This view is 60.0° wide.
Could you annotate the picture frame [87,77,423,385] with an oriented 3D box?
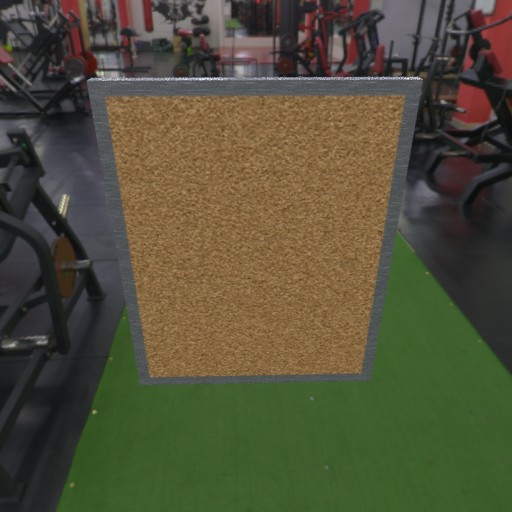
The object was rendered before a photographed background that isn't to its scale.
[{"bbox_3d":[0.000,0.000,0.746,0.454,0.559,0.029,-1,29,-1],"label":"picture frame"}]
